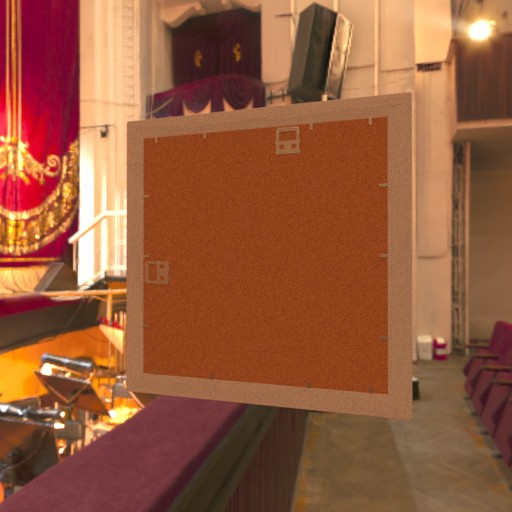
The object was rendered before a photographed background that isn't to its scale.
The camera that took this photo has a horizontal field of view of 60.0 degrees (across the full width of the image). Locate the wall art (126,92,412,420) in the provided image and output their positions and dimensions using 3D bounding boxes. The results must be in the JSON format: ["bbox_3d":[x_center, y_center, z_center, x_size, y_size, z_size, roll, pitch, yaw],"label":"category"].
[{"bbox_3d":[0.000,0.000,0.879,0.584,0.584,0.013,0,0,17],"label":"wall art"}]
